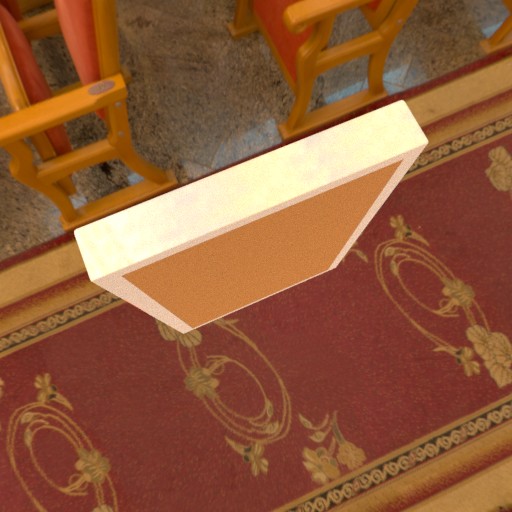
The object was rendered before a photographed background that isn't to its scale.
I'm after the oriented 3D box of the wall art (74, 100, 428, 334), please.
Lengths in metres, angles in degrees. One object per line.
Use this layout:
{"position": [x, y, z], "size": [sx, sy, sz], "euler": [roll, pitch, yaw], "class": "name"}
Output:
{"position": [0.000, 0.000, 0.488], "size": [0.251, 0.380, 0.039], "euler": [-23, 76, -6], "class": "wall art"}
